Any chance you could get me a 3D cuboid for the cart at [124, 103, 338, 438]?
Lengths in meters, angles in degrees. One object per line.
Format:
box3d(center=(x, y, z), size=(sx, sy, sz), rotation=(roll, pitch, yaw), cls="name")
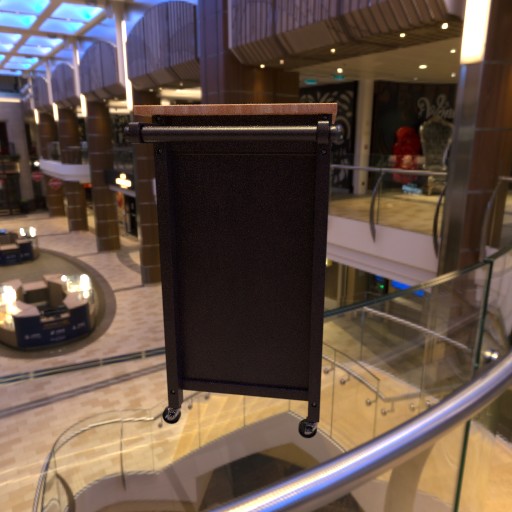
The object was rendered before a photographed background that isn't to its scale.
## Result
box3d(center=(0.000, 0.000, 1.426), size=(0.472, 0.878, 0.914), rotation=(2, 15, 9), cls="cart")
